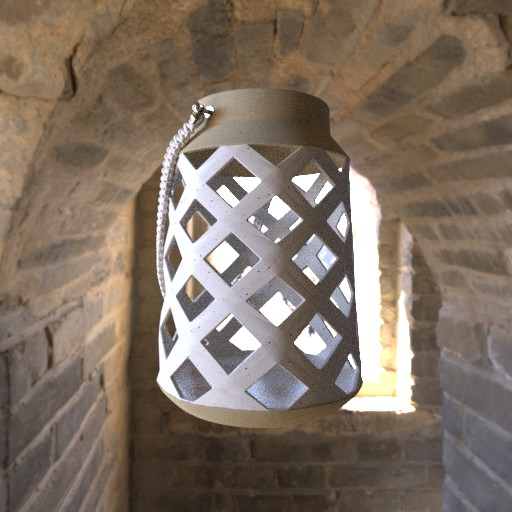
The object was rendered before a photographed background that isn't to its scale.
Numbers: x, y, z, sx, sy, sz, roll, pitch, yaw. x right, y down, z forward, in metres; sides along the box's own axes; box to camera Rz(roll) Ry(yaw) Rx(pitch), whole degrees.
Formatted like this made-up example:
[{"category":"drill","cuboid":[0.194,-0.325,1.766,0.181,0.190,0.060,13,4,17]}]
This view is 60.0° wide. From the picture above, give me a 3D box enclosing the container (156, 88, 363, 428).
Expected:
[{"category":"container","cuboid":[0.000,0.000,0.412,0.198,0.264,0.188,1,1,37]}]
